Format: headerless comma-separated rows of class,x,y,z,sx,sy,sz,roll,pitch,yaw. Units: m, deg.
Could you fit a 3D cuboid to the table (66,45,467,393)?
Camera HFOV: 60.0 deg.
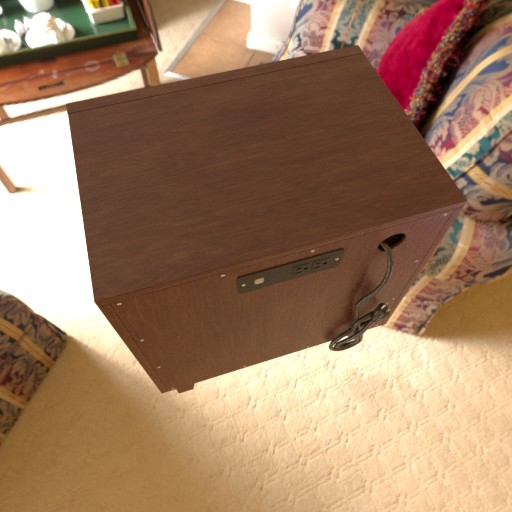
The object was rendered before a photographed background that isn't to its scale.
table,0.000,0.000,0.972,0.557,0.609,0.449,-15,60,-9
